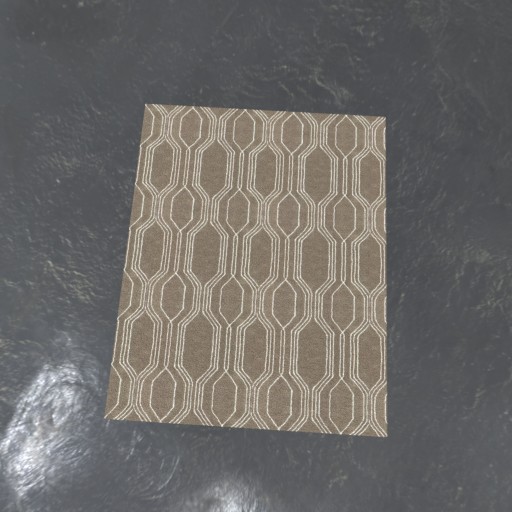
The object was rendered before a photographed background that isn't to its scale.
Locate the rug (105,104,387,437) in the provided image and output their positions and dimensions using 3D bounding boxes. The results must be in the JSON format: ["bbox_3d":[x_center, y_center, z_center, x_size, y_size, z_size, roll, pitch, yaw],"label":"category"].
[{"bbox_3d":[0.000,0.000,4.184,2.457,0.012,3.062,3,77,1],"label":"rug"}]
